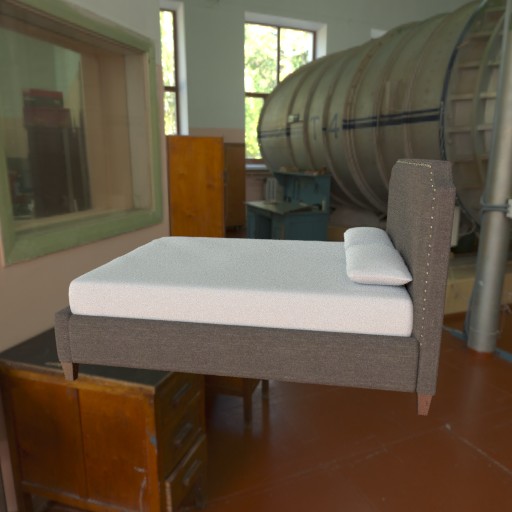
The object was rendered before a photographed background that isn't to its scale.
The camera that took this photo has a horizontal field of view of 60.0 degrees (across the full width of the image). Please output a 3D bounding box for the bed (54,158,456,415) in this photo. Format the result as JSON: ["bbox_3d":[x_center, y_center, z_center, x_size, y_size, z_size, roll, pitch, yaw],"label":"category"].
[{"bbox_3d":[0.000,0.000,3.408,2.381,1.457,1.713,2,13,10],"label":"bed"}]
